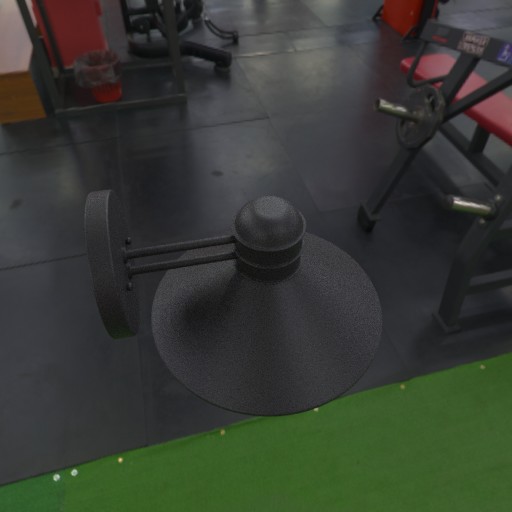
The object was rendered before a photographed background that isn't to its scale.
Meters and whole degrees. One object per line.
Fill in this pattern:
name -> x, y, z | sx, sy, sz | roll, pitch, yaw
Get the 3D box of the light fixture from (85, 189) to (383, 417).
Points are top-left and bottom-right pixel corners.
light fixture -> 0.000, 0.000, 0.676 | 0.434, 0.265, 0.396 | -9, 47, -8
